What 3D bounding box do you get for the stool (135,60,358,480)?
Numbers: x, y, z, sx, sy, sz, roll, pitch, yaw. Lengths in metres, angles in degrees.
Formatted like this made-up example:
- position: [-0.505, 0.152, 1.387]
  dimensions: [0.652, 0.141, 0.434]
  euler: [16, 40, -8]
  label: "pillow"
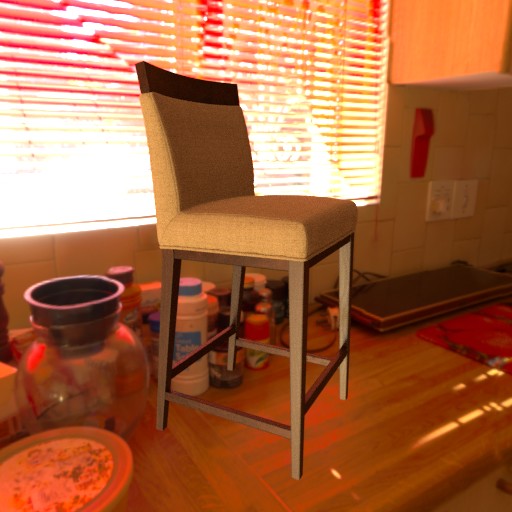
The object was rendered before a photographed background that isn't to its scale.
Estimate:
- position: [0.000, 0.000, 1.283]
  dimensions: [0.480, 1.011, 0.463]
  euler: [7, 15, 27]
  label: "stool"
